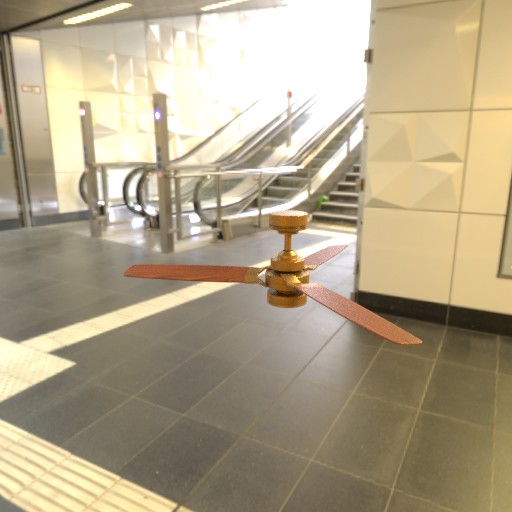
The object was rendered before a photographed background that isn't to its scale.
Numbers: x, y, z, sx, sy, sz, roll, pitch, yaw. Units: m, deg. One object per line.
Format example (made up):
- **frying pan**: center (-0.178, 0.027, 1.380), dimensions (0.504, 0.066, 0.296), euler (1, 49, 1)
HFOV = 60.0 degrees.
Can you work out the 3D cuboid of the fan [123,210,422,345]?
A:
- **fan**: center (0.000, 0.000, 2.091), dimensions (1.271, 0.425, 1.416), euler (2, 14, 9)
